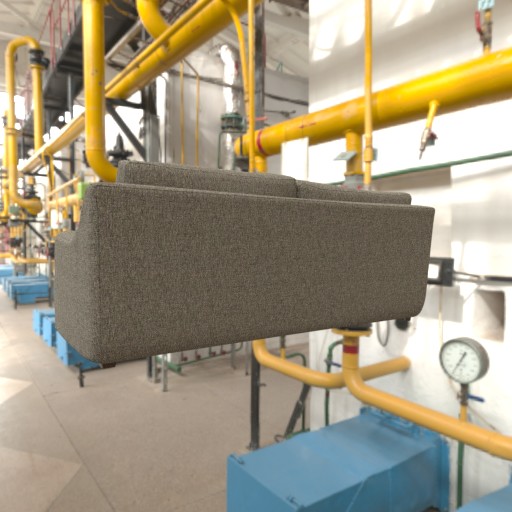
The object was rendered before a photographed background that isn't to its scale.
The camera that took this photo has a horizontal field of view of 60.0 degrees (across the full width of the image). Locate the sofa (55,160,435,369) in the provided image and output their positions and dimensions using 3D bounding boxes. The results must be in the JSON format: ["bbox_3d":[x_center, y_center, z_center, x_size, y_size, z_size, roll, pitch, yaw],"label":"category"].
[{"bbox_3d":[0.000,0.000,2.988,2.418,0.998,1.103,-1,2,-34],"label":"sofa"}]
